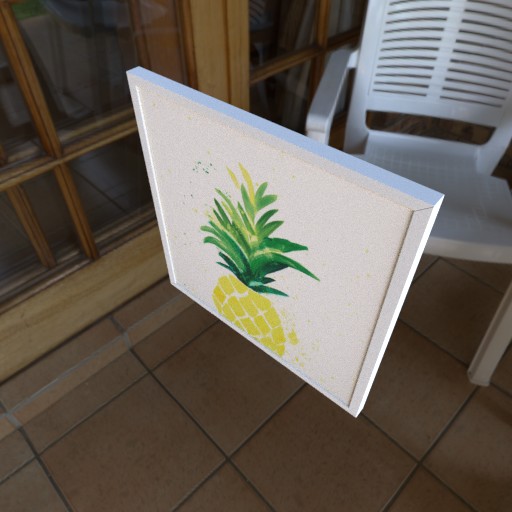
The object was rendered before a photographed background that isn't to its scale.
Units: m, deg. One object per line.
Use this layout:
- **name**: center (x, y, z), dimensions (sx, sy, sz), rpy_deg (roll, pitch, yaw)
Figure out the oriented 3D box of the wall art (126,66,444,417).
- **wall art**: center (0.000, 0.000, 1.148), dimensions (0.763, 0.761, 0.038), rpy_deg (31, 53, 27)
